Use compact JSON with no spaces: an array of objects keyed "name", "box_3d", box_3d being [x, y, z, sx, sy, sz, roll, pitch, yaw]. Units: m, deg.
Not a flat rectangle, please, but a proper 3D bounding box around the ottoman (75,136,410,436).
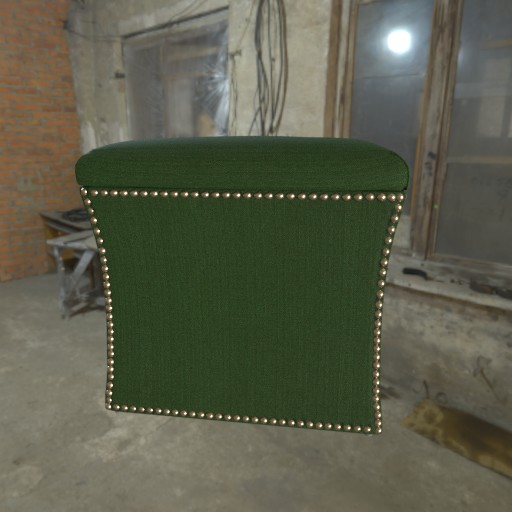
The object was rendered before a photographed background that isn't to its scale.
[{"name":"ottoman","box_3d":[0.000,0.000,0.907,0.507,0.475,0.497,2,15,8]}]
